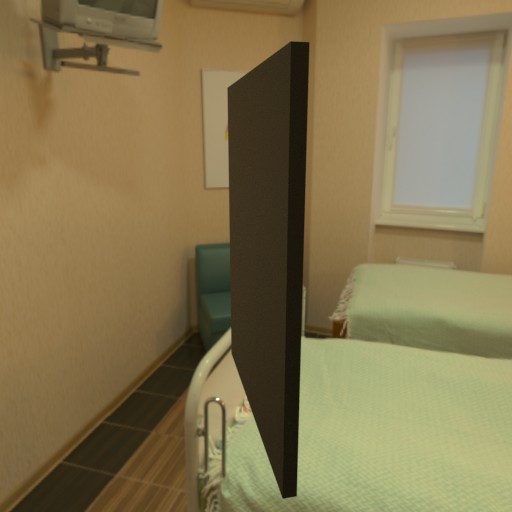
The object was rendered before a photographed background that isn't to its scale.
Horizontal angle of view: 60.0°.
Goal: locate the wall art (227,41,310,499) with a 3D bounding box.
[{"bbox_3d":[0.000,0.000,1.372,0.038,1.062,0.806,-3,15,-12],"label":"wall art"}]
